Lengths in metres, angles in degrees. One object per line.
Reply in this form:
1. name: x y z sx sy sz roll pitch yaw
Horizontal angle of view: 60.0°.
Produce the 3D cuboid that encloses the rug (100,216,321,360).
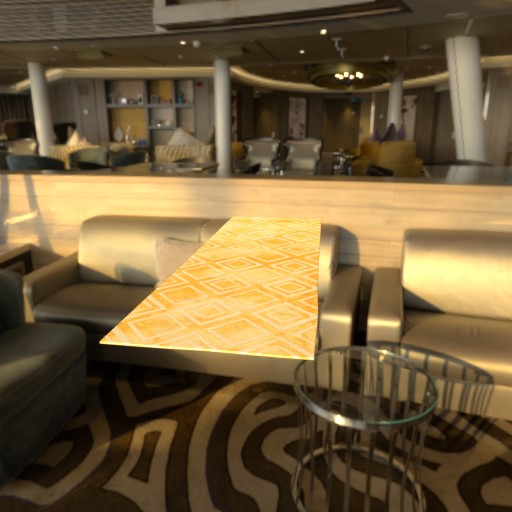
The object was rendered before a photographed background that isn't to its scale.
1. rug: 0.000 0.000 2.686 0.775 0.010 2.438 2 16 8
